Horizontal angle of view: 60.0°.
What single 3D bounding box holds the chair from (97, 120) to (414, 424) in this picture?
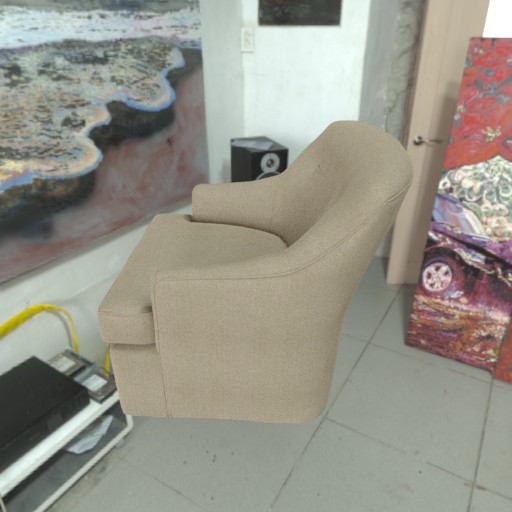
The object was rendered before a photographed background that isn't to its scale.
[{"bbox_3d":[0.000,0.000,1.591,0.923,0.856,0.864,1,27,1],"label":"chair"}]
